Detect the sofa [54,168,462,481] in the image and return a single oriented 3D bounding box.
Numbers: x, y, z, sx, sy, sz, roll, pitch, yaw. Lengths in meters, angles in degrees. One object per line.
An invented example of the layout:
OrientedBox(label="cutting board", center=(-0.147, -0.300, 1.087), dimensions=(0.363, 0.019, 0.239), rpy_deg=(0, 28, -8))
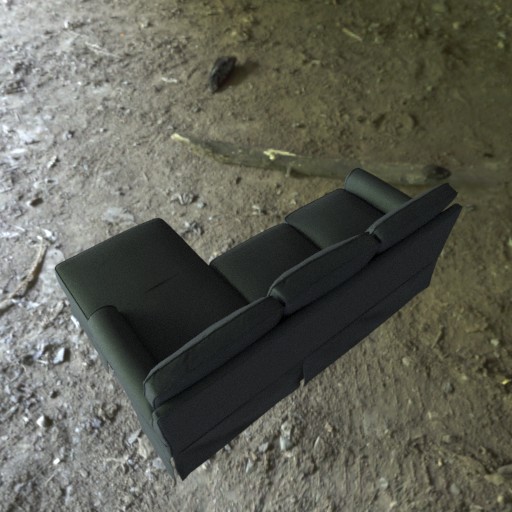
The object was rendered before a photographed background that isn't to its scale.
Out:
OrientedBox(label="sofa", center=(0.000, 0.000, 3.261), dimensions=(2.518, 1.039, 1.637), rpy_deg=(-30, 54, -25))
